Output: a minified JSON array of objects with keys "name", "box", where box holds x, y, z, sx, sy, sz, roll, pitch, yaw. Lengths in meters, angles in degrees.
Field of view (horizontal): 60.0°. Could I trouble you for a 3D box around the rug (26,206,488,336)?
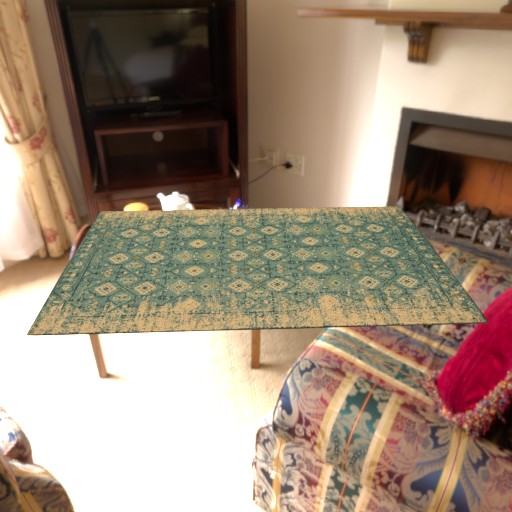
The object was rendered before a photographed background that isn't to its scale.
[{"name":"rug","box":[0.000,0.000,2.174,1.795,0.008,1.102,-1,31,-2]}]
